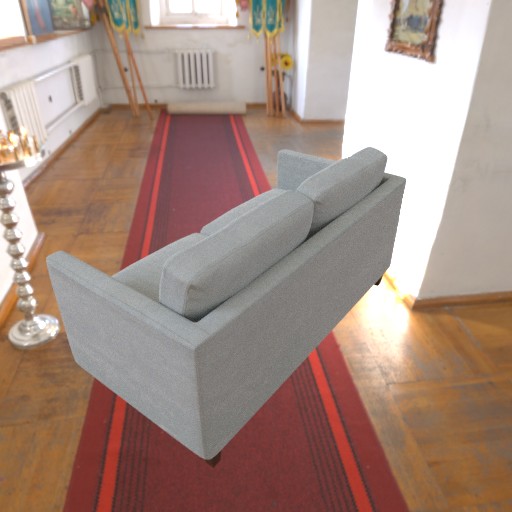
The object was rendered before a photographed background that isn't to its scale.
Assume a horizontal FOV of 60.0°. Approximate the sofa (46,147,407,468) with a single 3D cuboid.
[{"bbox_3d":[0.000,0.000,2.460,0.950,0.963,1.884,22,38,31],"label":"sofa"}]
